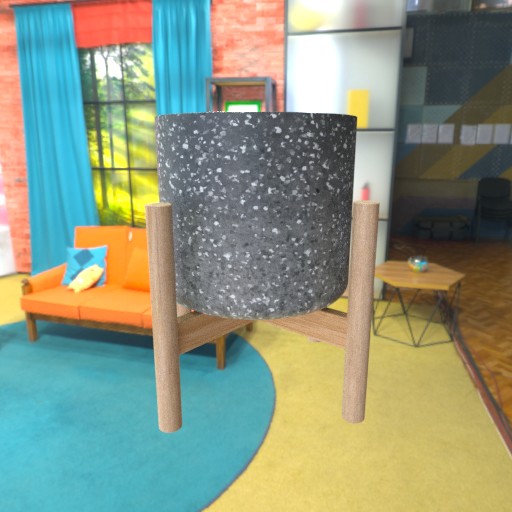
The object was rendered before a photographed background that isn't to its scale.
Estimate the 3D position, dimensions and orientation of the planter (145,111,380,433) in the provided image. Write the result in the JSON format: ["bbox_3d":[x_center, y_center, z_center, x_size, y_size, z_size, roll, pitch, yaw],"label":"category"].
[{"bbox_3d":[0.000,0.000,0.537,0.284,0.320,0.284,-7,16,-26],"label":"planter"}]
